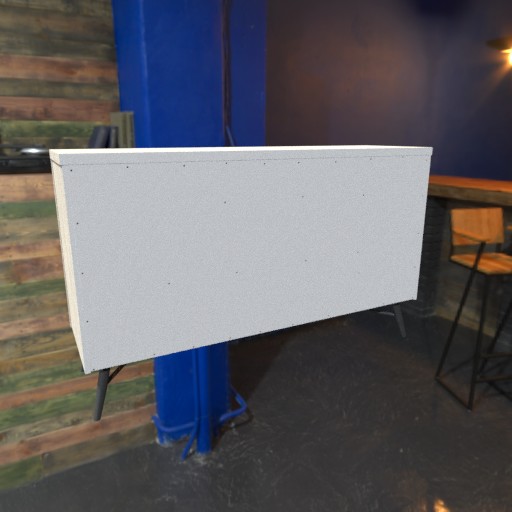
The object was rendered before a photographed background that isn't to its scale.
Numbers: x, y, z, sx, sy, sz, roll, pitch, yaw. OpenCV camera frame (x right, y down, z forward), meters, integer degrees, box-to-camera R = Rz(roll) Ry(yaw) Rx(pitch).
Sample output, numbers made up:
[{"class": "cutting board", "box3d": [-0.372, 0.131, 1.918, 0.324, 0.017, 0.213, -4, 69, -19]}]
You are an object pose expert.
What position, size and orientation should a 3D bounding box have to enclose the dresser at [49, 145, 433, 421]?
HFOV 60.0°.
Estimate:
[{"class": "dresser", "box3d": [0.000, 0.000, 1.936, 1.524, 0.914, 0.457, -8, 17, -26]}]
